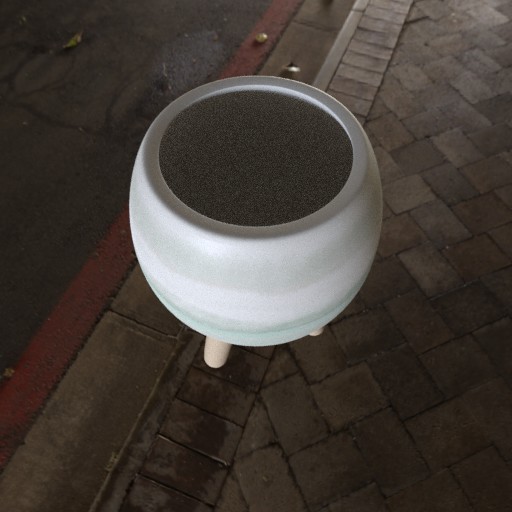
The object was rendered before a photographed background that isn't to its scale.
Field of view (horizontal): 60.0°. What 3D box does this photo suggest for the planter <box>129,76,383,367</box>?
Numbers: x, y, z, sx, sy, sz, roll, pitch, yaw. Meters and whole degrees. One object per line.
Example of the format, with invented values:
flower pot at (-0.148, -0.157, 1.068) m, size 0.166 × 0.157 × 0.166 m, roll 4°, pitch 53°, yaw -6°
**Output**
planter at (0.000, 0.000, 0.335) m, size 0.161 × 0.224 × 0.161 m, roll 0°, pitch 58°, yaw 0°
